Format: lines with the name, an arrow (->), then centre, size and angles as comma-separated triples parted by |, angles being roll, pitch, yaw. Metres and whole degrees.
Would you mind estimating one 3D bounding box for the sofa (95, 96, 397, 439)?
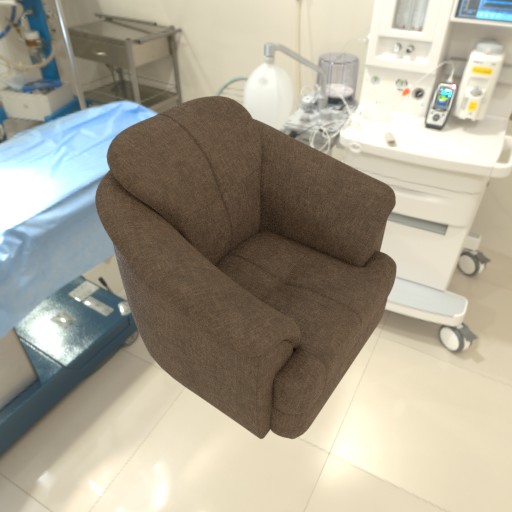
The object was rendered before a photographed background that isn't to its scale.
sofa -> 0.000, 0.000, 1.477 | 0.794, 0.811, 0.870 | 25, 45, 27
